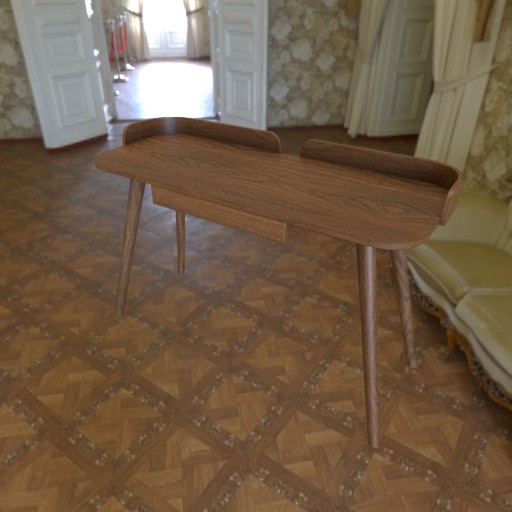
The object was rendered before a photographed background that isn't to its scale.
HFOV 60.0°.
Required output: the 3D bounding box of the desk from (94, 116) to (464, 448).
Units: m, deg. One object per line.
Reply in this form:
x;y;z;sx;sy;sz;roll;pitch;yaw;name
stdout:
0.000;0.000;1.674;1.256;0.800;0.486;19;35;28;desk
